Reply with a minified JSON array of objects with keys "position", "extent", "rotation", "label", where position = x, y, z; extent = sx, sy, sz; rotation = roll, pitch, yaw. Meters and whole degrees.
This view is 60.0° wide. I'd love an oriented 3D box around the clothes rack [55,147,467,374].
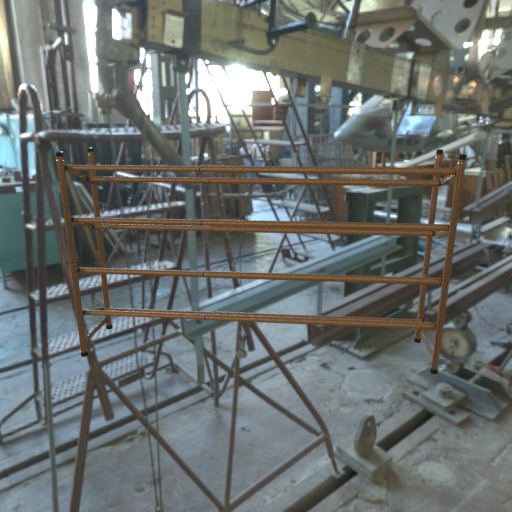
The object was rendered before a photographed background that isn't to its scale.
[{"position":[0.000,0.000,1.448],"extent":[1.168,0.672,0.229],"rotation":[2,17,5],"label":"clothes rack"}]
